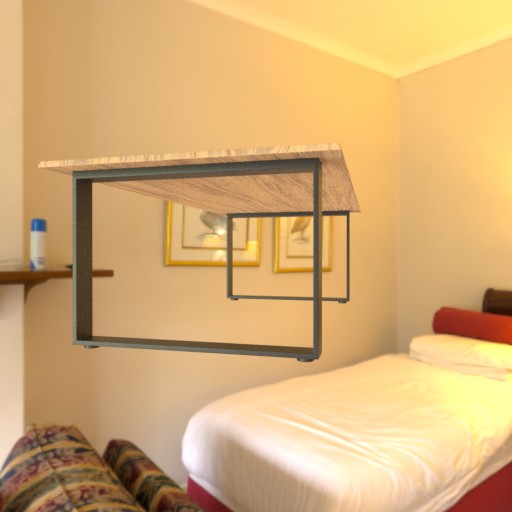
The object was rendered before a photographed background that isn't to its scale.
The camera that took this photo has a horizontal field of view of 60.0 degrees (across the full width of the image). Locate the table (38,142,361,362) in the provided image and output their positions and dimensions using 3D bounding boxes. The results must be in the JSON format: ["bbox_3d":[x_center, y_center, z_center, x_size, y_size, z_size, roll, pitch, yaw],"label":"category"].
[{"bbox_3d":[0.000,0.000,1.583,0.693,0.445,1.331,0,0,15],"label":"table"}]
